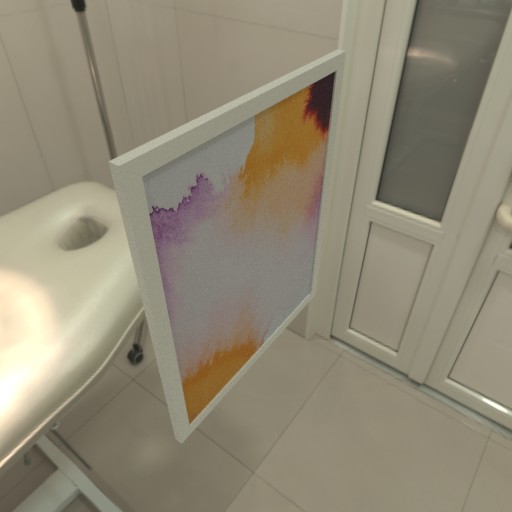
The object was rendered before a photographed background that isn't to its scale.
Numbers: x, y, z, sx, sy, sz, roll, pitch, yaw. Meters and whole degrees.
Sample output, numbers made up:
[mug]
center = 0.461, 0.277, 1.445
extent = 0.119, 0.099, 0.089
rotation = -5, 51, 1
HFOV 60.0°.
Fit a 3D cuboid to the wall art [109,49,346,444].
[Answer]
[wall art]
center = 0.000, 0.000, 0.620
extent = 0.013, 0.456, 0.382
rotation = 26, 47, 27
